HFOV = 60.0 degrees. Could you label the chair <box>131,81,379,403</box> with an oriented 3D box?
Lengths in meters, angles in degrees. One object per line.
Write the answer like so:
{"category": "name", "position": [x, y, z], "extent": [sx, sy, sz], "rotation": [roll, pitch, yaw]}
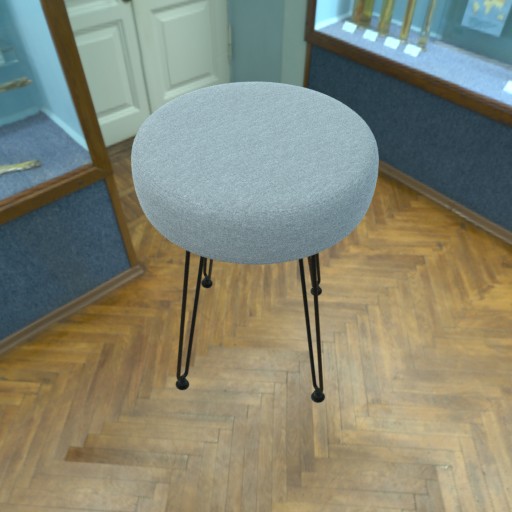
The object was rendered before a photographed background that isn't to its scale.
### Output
{"category": "chair", "position": [0.000, 0.000, 0.683], "extent": [0.350, 0.440, 0.350], "rotation": [-31, 54, -26]}
